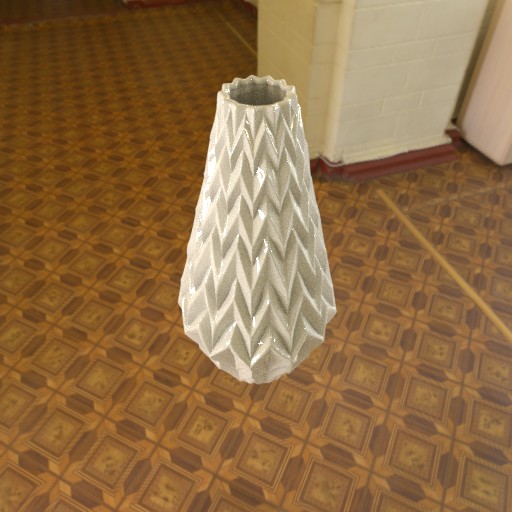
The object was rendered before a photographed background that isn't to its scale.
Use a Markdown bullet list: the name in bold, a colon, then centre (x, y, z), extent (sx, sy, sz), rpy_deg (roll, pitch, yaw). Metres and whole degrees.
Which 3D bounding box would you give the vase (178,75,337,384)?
- **vase**: centre (0.000, 0.000, 0.426), extent (0.167, 0.328, 0.167), rpy_deg (0, 45, 0)
